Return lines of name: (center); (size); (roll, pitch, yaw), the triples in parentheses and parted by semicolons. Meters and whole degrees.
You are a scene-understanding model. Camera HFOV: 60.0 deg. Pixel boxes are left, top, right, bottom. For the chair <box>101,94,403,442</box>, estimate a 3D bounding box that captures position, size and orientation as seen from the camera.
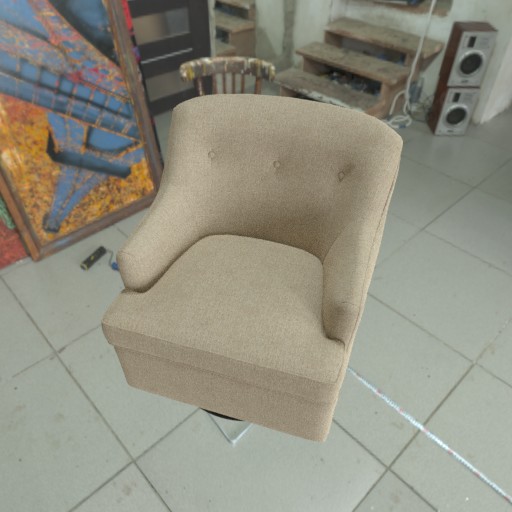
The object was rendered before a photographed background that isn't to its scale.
chair: (0.000, 0.000, 1.631); (0.864, 0.856, 0.923); (12, 44, 13)
